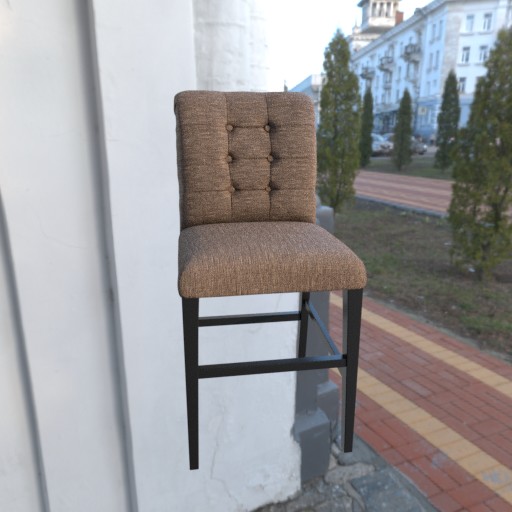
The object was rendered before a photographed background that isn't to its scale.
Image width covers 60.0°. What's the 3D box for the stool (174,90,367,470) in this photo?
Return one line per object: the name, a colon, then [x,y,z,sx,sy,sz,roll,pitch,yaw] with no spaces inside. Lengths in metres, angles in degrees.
stool: [0.000,0.000,1.326,0.457,0.970,0.611,-2,15,-9]
